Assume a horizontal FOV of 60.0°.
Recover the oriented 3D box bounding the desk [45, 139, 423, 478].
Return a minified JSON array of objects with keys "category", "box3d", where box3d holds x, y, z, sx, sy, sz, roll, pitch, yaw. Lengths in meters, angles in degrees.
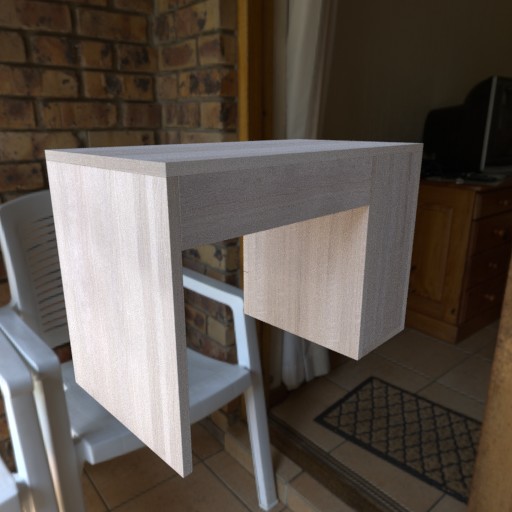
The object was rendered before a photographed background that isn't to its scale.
[{"category":"desk","box3d":[0.000,0.000,1.517,0.600,0.731,1.100,16,23,42]}]
